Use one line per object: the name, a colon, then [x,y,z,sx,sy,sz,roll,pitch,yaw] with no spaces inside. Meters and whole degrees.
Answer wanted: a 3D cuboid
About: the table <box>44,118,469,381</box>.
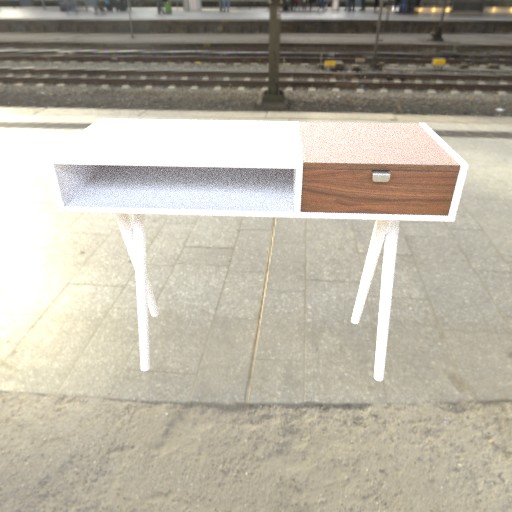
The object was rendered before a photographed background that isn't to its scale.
table: [0.000,0.000,1.476,1.066,0.785,0.418,2,31,3]
